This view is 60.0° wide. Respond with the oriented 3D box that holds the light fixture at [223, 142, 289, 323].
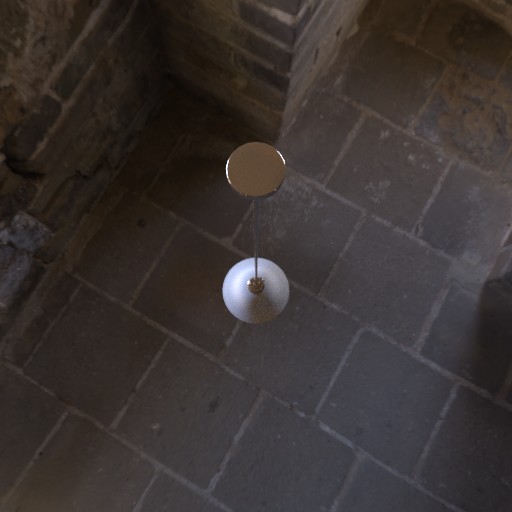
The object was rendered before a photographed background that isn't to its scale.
[{"bbox_3d":[0.000,0.000,1.503,0.324,1.354,0.324,-16,76,-4],"label":"light fixture"}]
